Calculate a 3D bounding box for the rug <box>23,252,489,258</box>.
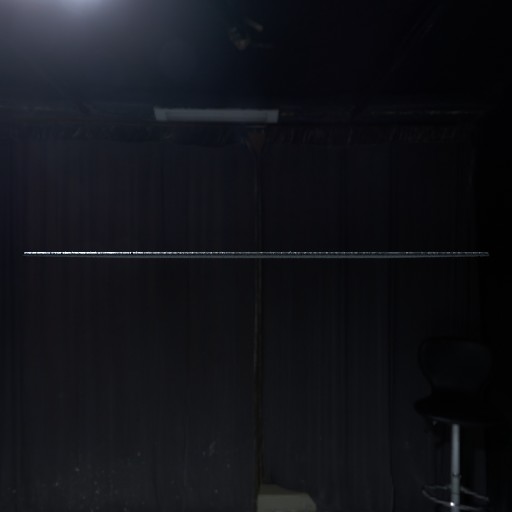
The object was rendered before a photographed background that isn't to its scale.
[{"bbox_3d":[0.000,0.000,4.105,3.042,0.021,2.456,0,-1,0],"label":"rug"}]
